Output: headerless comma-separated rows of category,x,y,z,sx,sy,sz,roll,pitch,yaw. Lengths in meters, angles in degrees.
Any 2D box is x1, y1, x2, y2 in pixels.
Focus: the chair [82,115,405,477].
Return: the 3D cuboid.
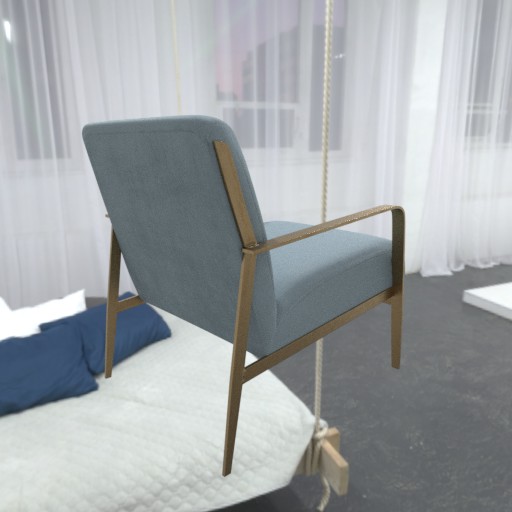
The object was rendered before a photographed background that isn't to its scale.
chair,0.000,0.000,1.437,0.842,0.824,0.701,-13,19,-42
